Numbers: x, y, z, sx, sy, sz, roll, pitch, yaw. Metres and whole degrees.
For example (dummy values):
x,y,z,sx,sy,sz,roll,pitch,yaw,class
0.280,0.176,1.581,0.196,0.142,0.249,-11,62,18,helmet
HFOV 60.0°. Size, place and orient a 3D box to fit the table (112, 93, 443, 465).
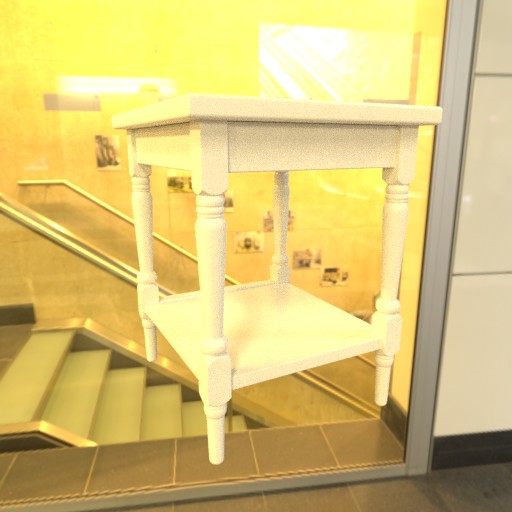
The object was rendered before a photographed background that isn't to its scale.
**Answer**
x,y,z,sx,sy,sz,roll,pitch,yaw,class
0.000,0.000,0.909,0.442,0.565,0.488,-7,16,-27,table
